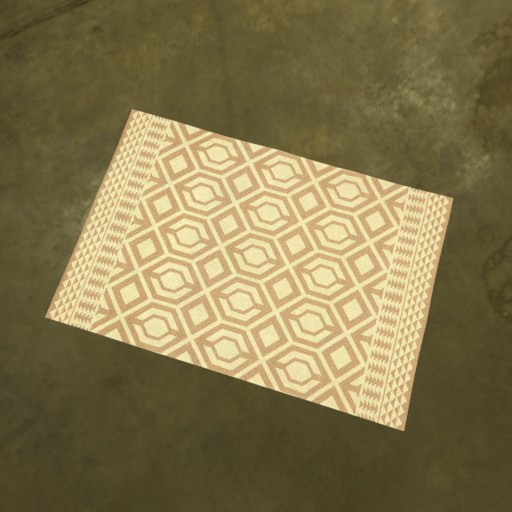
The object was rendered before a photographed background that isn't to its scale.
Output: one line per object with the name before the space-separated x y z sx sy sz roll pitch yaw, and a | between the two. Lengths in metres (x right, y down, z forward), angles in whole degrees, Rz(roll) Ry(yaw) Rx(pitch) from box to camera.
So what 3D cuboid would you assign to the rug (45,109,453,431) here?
rug | 0.000 0.000 2.291 1.829 0.008 1.219 16 77 4
